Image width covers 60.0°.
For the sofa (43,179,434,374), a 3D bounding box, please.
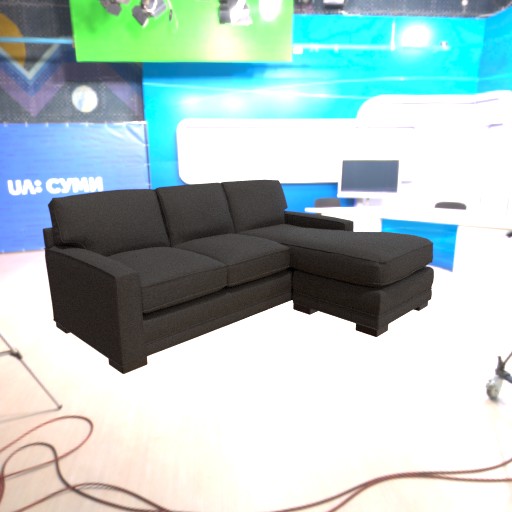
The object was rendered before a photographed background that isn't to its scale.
[{"bbox_3d":[0.000,0.000,3.289,1.790,0.973,2.370,14,20,43],"label":"sofa"}]
